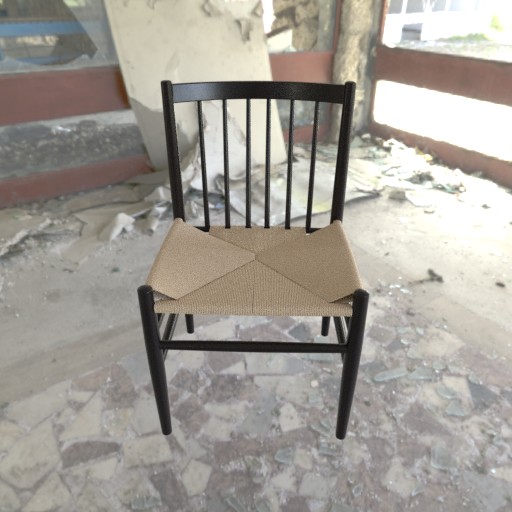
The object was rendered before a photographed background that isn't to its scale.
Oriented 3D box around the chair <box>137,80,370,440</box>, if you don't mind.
[{"bbox_3d":[0.000,0.000,1.169,0.495,0.818,0.516,1,31,1],"label":"chair"}]
